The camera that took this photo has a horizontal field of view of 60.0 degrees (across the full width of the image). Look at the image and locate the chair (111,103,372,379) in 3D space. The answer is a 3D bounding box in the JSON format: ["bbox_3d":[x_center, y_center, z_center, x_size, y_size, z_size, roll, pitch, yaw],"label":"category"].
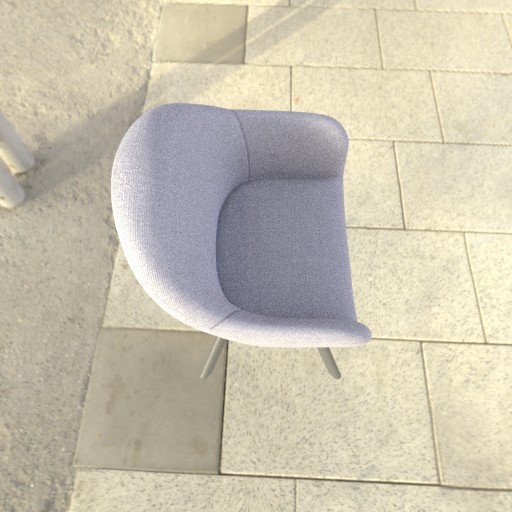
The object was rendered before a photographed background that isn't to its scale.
[{"bbox_3d":[0.000,0.000,1.182,0.550,0.795,0.590,0,64,0],"label":"chair"}]
